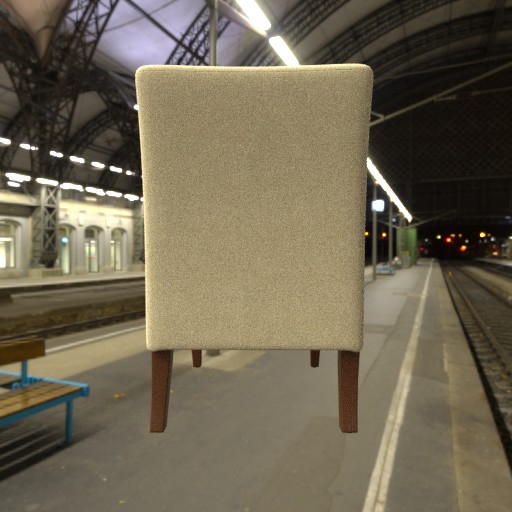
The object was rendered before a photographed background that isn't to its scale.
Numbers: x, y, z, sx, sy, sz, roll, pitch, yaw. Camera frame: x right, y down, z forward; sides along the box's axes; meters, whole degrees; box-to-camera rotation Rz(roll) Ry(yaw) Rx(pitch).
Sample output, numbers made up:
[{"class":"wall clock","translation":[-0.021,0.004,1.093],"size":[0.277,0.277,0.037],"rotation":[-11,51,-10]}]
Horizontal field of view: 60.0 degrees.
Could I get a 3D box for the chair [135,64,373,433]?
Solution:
[{"class":"chair","translation":[0.000,0.000,1.309],"size":[0.521,0.833,0.754],"rotation":[0,1,1]}]
